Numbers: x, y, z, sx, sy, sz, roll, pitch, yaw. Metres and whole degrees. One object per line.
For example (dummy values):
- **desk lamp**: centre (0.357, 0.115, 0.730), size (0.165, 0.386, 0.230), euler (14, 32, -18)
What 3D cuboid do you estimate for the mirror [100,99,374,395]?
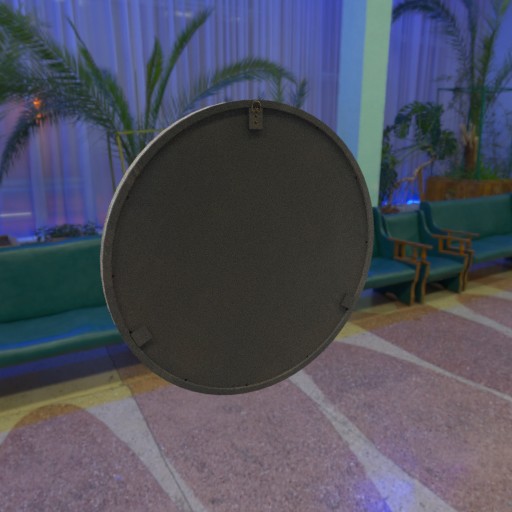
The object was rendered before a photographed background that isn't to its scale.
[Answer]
- **mirror**: centre (0.000, 0.000, 1.067), size (0.710, 0.710, 0.038), euler (-8, 17, -27)
